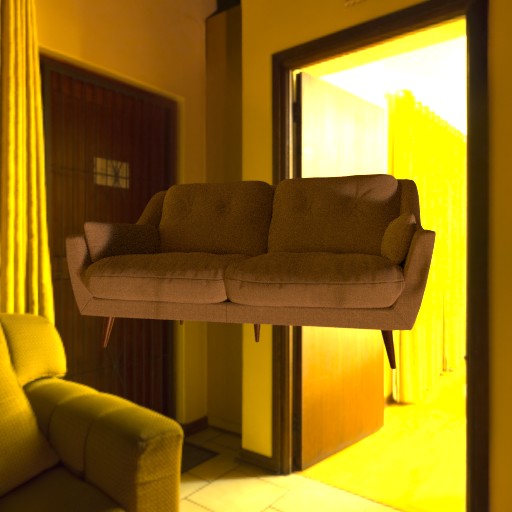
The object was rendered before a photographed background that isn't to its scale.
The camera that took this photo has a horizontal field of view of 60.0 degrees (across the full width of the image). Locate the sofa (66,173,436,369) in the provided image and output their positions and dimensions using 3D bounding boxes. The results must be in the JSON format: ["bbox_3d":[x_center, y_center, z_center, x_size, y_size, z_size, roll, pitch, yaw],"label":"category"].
[{"bbox_3d":[0.000,0.000,2.274,1.652,0.888,0.965,0,0,18],"label":"sofa"}]
